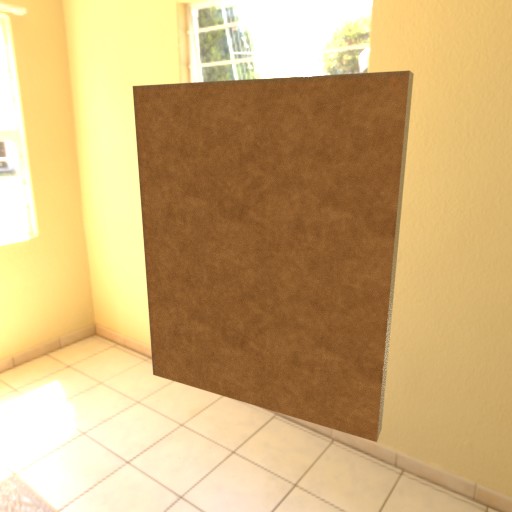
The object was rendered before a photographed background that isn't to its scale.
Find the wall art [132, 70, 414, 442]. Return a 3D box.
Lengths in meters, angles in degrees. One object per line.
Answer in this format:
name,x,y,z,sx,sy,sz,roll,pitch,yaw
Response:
wall art,0.000,0.000,0.749,0.453,0.554,0.037,8,18,26
